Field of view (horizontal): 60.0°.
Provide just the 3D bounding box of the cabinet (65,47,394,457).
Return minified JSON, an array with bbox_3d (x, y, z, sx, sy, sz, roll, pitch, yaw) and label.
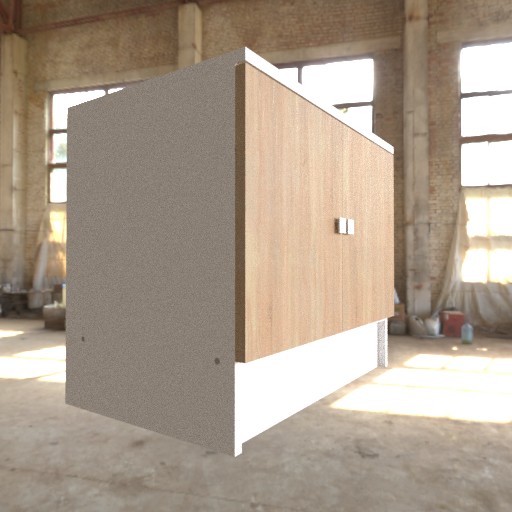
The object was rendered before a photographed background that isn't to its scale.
[{"bbox_3d":[0.000,0.000,0.914,0.400,0.522,0.600,-1,-1,35],"label":"cabinet"}]
